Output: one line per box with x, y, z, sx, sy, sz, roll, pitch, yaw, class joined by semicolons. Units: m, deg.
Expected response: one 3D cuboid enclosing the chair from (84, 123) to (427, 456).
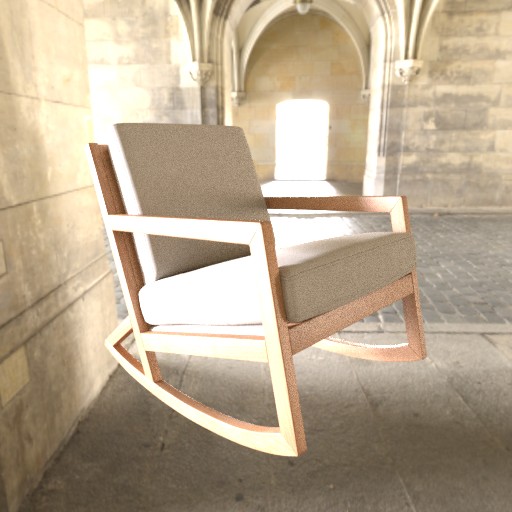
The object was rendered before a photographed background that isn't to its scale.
0.000;0.000;1.355;0.857;0.790;0.622;14;20;43;chair
